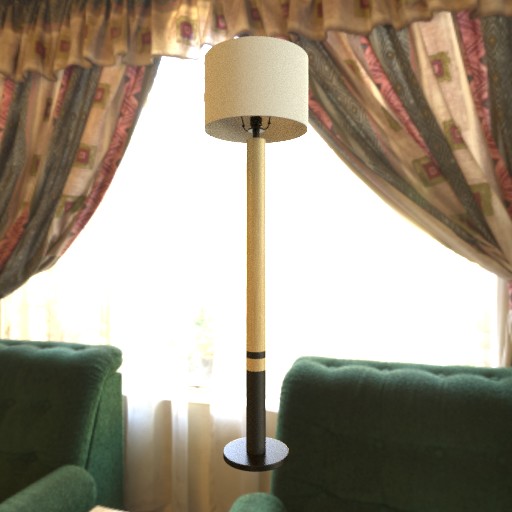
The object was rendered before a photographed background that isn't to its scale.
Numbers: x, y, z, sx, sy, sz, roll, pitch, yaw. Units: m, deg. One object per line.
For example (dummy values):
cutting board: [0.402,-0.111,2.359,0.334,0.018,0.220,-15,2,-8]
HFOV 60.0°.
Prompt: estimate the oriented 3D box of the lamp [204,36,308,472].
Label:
lamp: [0.000,0.000,1.634,0.381,1.478,0.381,0,1,0]
